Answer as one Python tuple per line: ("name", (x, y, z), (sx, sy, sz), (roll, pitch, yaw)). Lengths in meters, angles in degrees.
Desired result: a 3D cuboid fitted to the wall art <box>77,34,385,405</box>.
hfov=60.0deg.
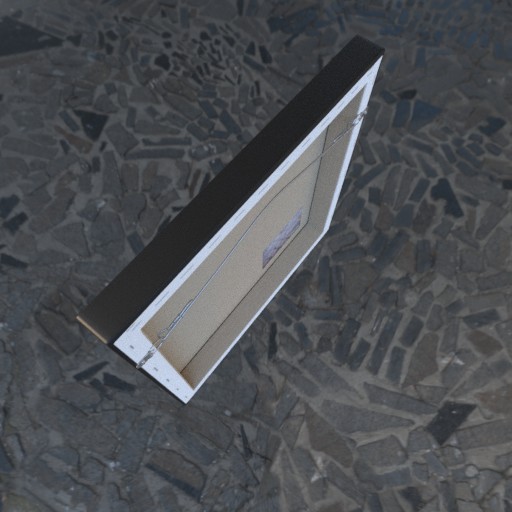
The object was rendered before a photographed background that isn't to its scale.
("wall art", (0.000, 0.000, 0.591), (0.041, 0.407, 0.406), (36, 70, 15))
